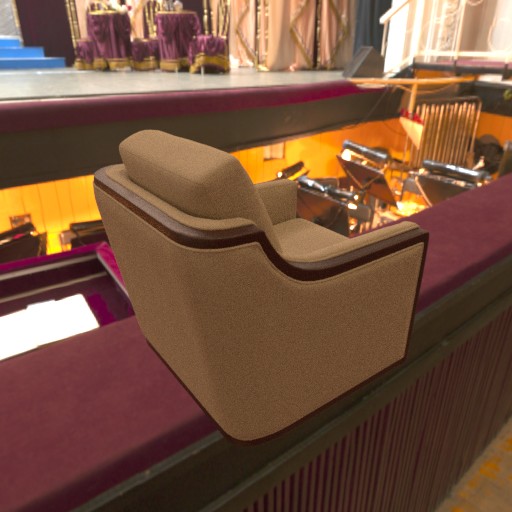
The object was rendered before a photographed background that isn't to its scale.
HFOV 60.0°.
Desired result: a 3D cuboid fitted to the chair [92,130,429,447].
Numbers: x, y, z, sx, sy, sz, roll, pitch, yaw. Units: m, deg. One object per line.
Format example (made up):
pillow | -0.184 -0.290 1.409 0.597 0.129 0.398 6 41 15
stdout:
chair | 0.000 0.000 1.682 0.950 0.930 0.870 -18 31 -32
